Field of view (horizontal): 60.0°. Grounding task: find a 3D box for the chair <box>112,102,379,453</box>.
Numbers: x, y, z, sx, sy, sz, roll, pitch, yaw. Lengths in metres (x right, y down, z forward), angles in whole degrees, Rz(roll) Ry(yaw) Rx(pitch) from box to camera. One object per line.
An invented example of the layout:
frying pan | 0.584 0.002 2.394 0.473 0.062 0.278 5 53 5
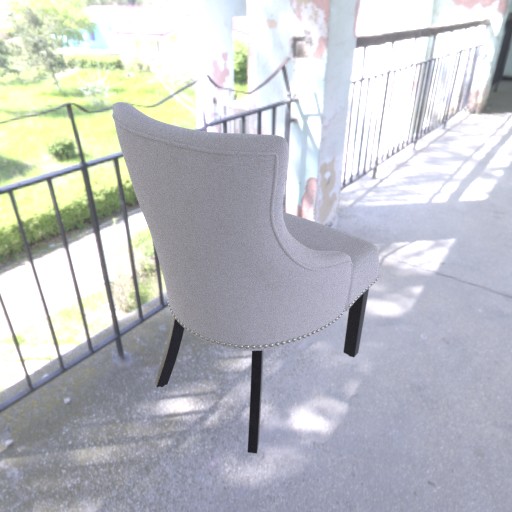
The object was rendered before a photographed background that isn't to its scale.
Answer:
chair | 0.000 0.000 1.329 0.566 0.909 0.629 22 38 32
